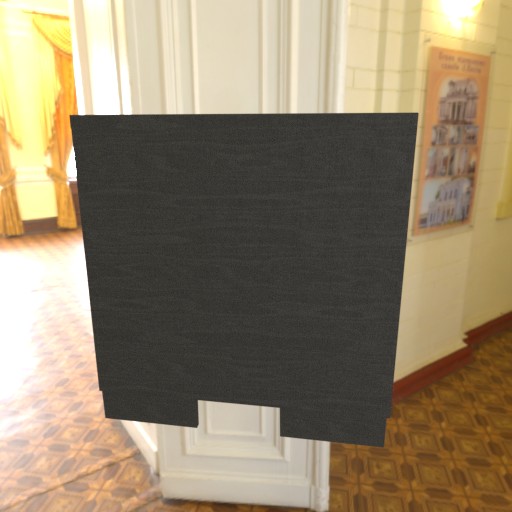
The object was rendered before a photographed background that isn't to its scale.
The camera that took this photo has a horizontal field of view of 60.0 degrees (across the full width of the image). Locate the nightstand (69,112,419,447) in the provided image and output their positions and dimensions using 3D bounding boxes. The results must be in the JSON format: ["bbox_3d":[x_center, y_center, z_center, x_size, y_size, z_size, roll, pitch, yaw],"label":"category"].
[{"bbox_3d":[0.000,0.000,0.754,0.427,0.448,0.347,2,16,9],"label":"nightstand"}]
